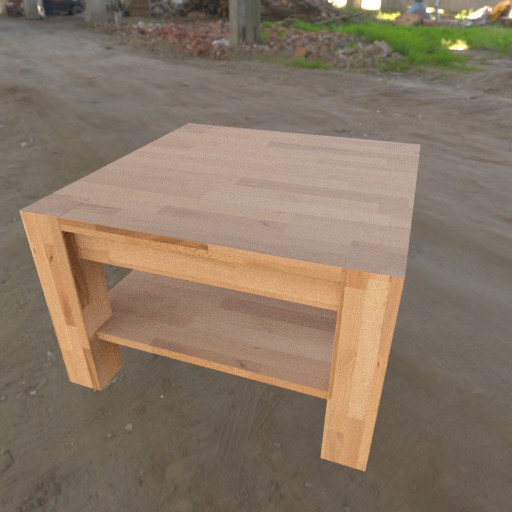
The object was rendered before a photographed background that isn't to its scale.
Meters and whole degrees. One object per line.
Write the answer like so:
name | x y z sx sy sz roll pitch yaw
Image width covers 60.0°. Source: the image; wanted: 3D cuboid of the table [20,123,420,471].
table | 0.000 0.000 1.134 0.700 0.451 0.700 10 32 17
